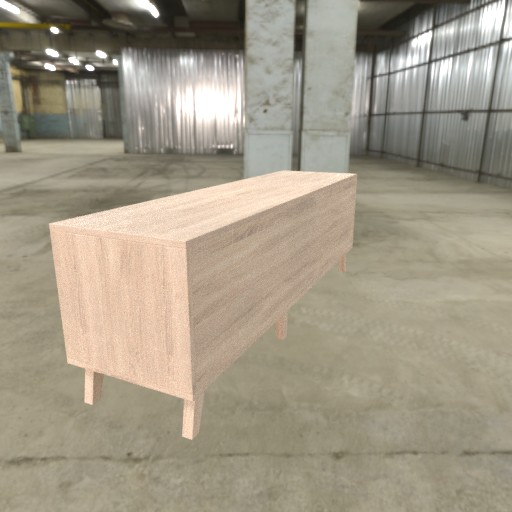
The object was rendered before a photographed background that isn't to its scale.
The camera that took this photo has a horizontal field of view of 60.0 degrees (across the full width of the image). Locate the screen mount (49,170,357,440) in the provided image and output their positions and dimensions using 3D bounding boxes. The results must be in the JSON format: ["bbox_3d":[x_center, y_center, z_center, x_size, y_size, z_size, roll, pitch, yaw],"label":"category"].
[{"bbox_3d":[0.000,0.000,1.718,0.400,0.510,1.500,8,18,25],"label":"screen mount"}]
